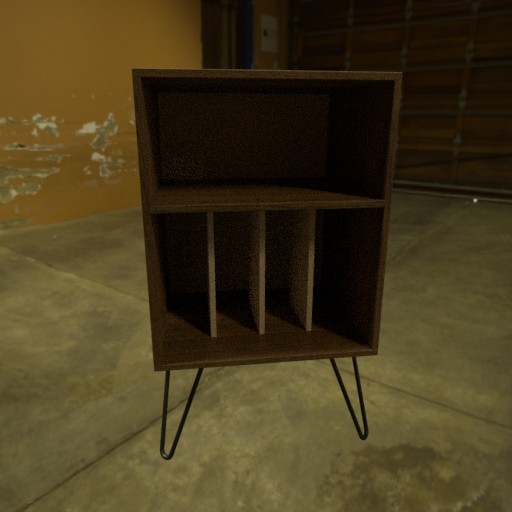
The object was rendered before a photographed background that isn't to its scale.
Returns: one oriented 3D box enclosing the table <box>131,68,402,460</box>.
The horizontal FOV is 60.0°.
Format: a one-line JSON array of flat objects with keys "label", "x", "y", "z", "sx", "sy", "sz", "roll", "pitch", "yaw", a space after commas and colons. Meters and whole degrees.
[{"label": "table", "x": 0.000, "y": 0.000, "z": 1.174, "sx": 0.526, "sy": 0.866, "sz": 0.457, "roll": -2, "pitch": 17, "yaw": -8}]
